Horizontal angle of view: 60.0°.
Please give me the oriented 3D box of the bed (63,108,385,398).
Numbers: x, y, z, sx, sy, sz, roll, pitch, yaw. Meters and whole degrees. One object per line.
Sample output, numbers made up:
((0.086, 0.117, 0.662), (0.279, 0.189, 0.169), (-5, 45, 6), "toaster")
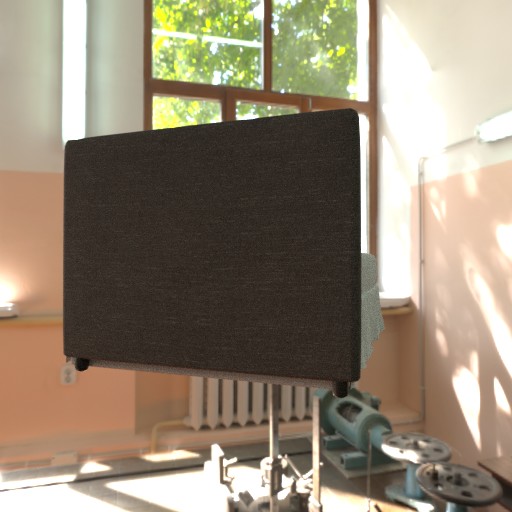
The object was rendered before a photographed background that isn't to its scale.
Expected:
((0.000, 0.000, 3.244), (1.723, 1.330, 2.142), (0, -1, 19), "bed")
